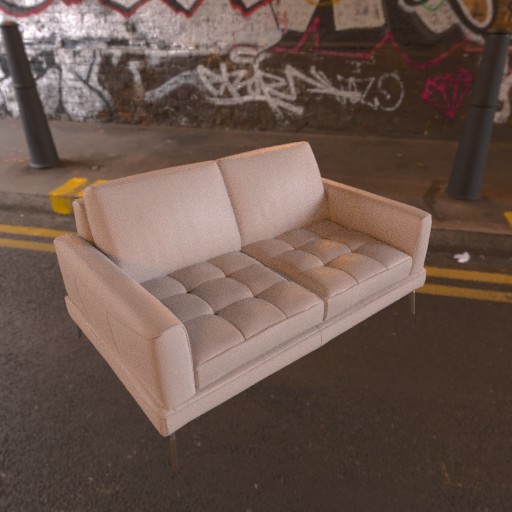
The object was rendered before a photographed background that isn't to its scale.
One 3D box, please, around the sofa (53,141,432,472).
[{"bbox_3d":[0.000,0.000,2.433,1.819,0.930,1.121,-21,34,-34],"label":"sofa"}]
